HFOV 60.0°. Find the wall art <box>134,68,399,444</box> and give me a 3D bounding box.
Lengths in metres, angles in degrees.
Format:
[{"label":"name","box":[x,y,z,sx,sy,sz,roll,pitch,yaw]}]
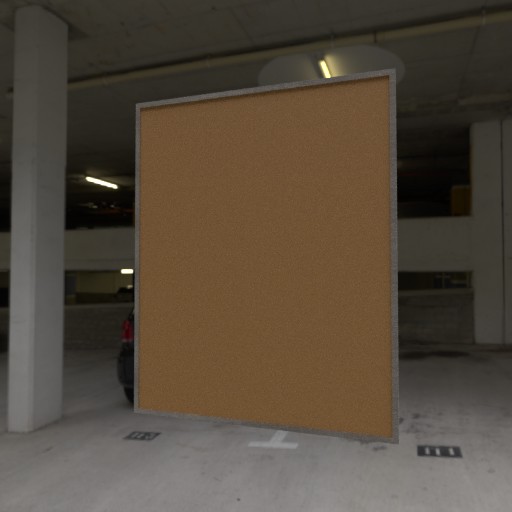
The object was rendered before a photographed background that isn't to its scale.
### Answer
[{"label":"wall art","box":[0.000,0.000,0.694,0.421,0.521,0.032,-1,-2,18]}]
